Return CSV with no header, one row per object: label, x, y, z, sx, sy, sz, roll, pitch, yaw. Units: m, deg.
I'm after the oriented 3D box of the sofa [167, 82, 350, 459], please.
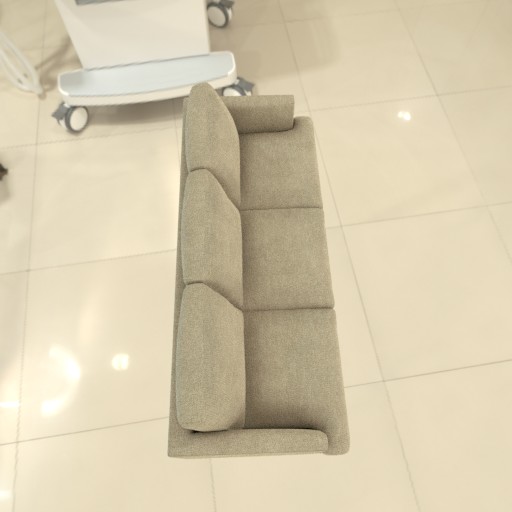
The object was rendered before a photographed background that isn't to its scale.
sofa,0.000,0.000,2.707,0.903,0.930,2.246,-2,65,-1
